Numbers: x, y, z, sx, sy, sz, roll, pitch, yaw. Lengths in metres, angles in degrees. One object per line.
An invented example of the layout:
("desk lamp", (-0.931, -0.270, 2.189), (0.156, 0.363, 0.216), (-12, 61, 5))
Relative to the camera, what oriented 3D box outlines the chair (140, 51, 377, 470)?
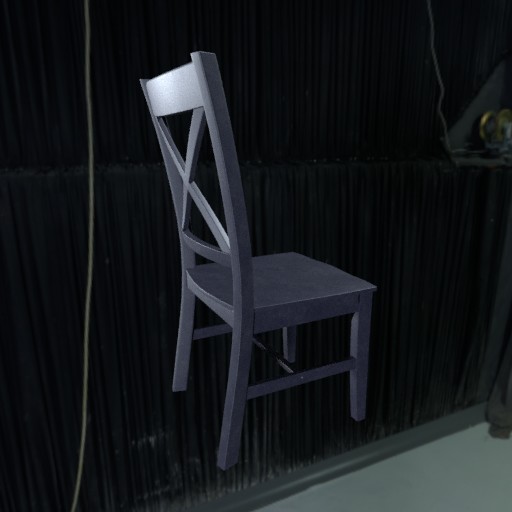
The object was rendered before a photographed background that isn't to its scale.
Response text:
("chair", (0.000, 0.000, 1.290), (0.542, 0.983, 0.485), (-7, 16, -26))
